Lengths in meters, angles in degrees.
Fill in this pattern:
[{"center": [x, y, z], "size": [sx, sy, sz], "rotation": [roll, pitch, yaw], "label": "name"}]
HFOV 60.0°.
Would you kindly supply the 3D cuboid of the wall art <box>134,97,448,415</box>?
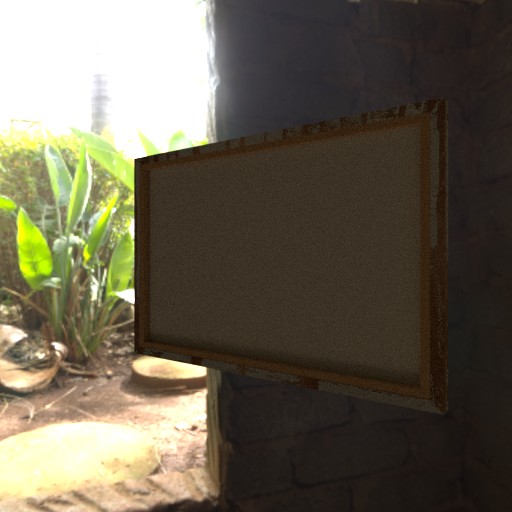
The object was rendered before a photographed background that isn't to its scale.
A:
[{"center": [0.000, 0.000, 1.131], "size": [0.914, 0.609, 0.035], "rotation": [0, 0, 36], "label": "wall art"}]
